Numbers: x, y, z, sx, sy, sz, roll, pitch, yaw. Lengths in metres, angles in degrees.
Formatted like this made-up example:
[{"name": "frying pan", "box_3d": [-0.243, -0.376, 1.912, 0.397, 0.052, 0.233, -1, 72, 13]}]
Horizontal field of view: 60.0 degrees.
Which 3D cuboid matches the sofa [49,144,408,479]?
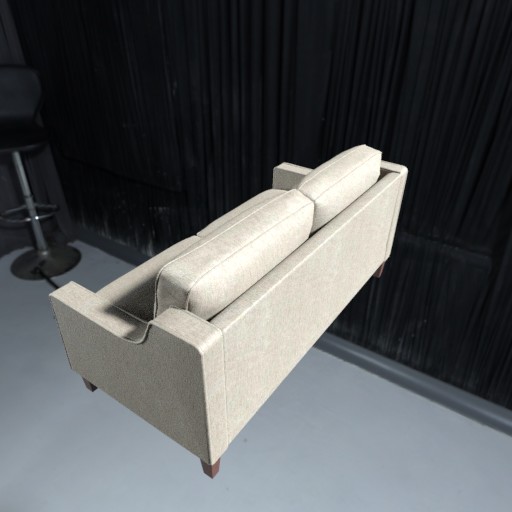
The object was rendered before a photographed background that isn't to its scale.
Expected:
[{"name": "sofa", "box_3d": [0.000, 0.000, 2.787, 1.073, 1.074, 2.181, 21, 38, 29]}]
